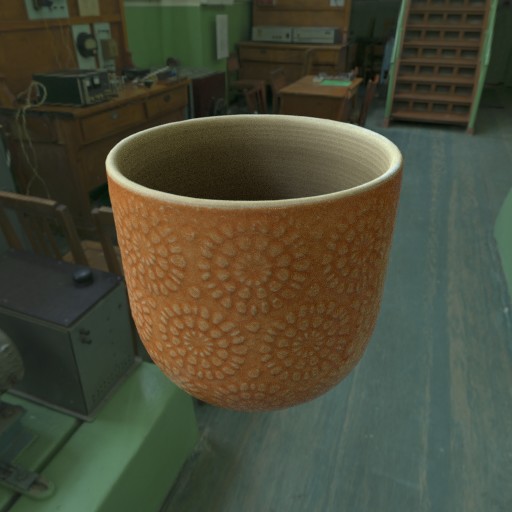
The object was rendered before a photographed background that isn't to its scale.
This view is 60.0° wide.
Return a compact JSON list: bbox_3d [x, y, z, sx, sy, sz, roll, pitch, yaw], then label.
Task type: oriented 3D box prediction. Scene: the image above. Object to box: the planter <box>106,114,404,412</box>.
[{"bbox_3d":[0.000,0.000,0.289,0.170,0.152,0.170,0,30,0],"label":"planter"}]
